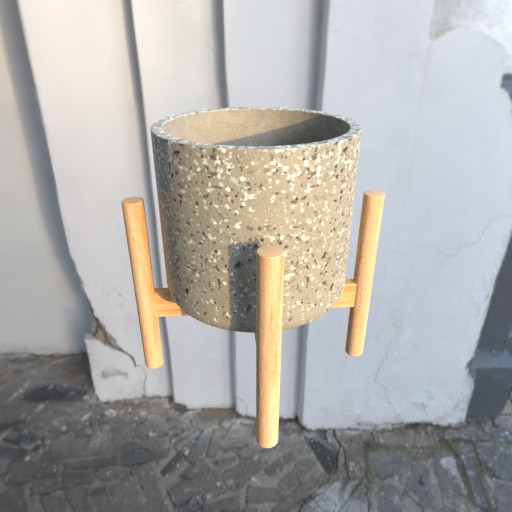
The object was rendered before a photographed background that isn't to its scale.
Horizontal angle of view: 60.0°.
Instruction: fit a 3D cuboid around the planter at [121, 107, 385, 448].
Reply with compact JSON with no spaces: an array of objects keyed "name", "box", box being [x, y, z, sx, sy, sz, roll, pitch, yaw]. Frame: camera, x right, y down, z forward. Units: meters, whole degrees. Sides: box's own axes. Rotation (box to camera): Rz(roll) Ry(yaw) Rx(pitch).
[{"name":"planter","box":[0.000,0.000,0.550,0.284,0.320,0.284,8,29,15]}]
